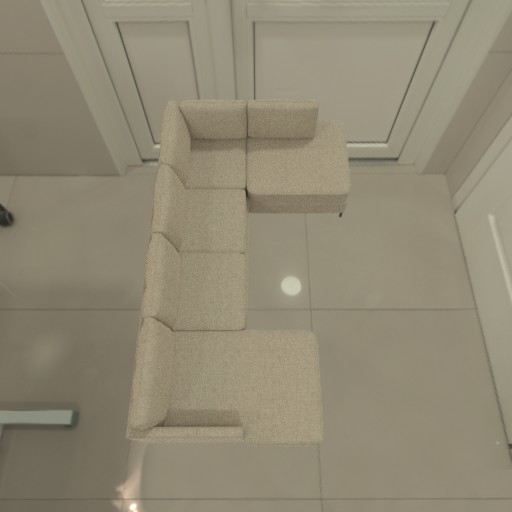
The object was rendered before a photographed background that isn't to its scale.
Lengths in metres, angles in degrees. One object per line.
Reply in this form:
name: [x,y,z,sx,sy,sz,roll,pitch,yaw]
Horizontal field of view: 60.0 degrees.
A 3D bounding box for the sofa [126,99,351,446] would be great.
sofa: [0.000,0.000,4.359,2.021,0.996,3.423,0,64,0]
